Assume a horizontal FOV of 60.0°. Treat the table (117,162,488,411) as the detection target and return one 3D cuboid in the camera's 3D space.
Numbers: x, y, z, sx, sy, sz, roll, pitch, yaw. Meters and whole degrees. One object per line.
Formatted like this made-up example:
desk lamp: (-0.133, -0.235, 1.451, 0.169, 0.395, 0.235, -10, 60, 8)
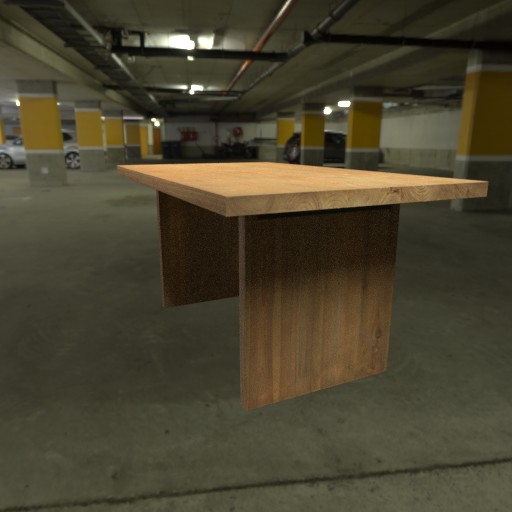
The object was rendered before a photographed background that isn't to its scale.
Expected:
table: (0.000, 0.000, 2.078, 0.946, 0.780, 1.609, -7, 16, -25)
